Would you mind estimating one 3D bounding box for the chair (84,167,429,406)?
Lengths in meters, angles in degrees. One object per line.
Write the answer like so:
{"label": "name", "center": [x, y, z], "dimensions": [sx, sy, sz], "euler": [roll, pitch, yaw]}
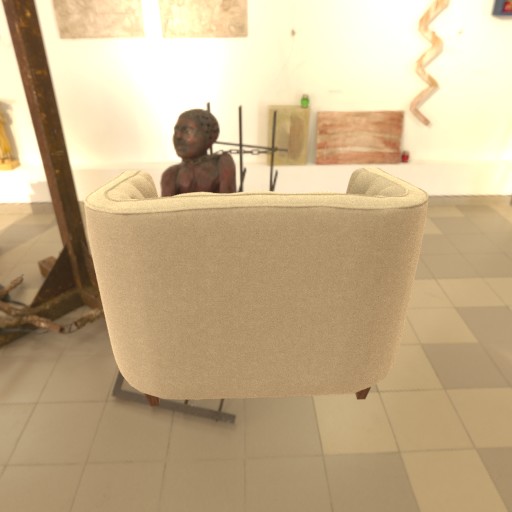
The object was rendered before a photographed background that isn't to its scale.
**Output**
{"label": "chair", "center": [0.000, 0.000, 1.774], "dimensions": [1.104, 0.852, 0.941], "euler": [-1, 30, -2]}
